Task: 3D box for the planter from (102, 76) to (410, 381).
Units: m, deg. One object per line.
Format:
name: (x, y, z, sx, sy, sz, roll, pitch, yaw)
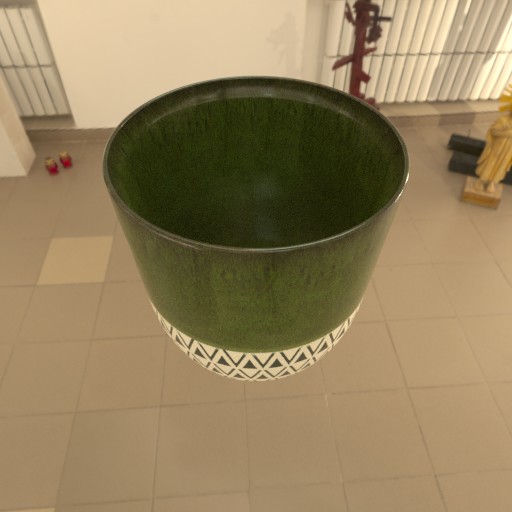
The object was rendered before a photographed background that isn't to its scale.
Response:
planter: (0.000, 0.000, 0.460, 0.245, 0.270, 0.245, 0, 47, 0)
